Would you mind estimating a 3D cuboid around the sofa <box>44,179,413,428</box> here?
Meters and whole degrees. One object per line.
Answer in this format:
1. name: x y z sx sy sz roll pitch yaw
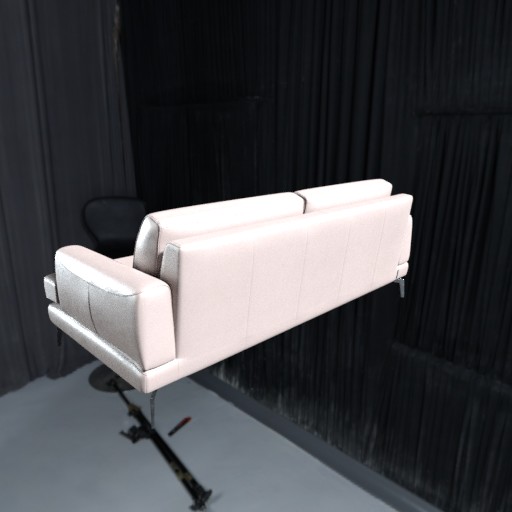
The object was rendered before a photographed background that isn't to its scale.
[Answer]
1. sofa: 0.000 0.000 2.434 1.940 0.765 0.974 -15 22 -42
